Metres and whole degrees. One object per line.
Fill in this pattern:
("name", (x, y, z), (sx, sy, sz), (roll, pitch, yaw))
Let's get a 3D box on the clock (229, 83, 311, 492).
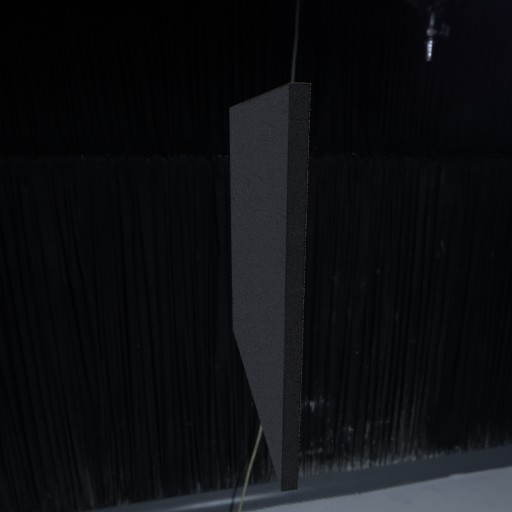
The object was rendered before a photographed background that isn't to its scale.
("clock", (0.000, 0.000, 1.057), (0.032, 0.705, 0.705), (-3, 16, -10))
